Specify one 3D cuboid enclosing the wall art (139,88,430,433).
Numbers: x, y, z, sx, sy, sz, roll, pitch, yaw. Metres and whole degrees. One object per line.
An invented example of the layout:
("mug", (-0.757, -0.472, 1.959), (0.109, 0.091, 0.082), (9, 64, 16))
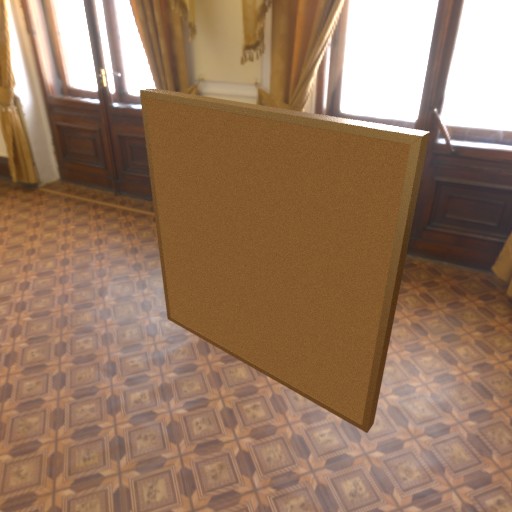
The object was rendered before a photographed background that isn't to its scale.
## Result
("wall art", (0.000, 0.000, 1.171), (0.762, 0.762, 0.038), (22, 36, 33))
